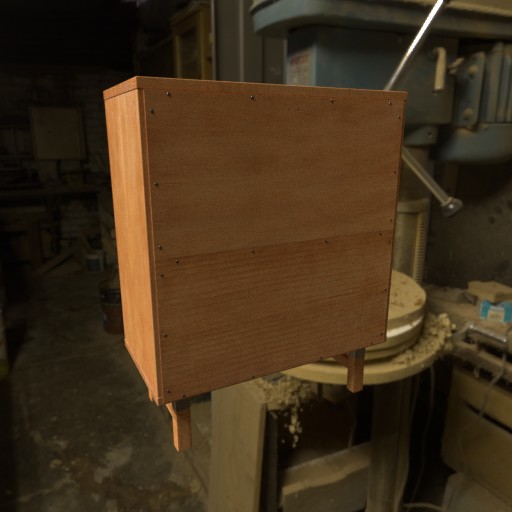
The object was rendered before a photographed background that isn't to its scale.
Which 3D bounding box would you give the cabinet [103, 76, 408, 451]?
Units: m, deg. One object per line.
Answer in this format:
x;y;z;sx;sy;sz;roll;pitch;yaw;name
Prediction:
0.000;0.000;1.436;0.800;1.001;0.419;-8;17;-27;cabinet
